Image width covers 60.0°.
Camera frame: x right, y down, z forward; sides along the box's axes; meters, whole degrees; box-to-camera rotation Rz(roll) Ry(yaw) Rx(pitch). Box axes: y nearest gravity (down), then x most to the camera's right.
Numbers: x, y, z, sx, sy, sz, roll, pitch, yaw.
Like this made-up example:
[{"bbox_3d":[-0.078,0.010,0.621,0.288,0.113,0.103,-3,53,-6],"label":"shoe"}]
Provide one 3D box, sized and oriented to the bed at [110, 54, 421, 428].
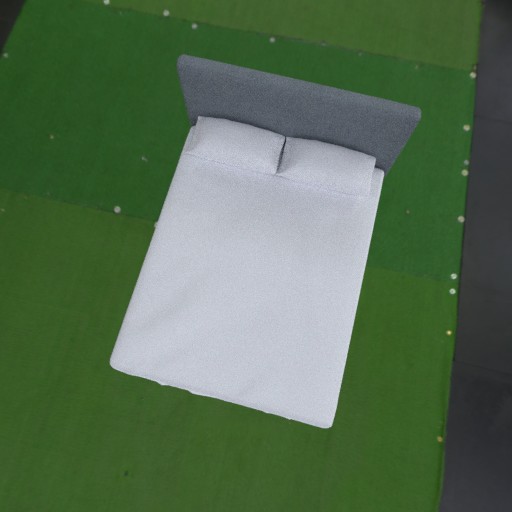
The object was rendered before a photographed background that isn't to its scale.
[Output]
[{"bbox_3d":[0.000,0.000,3.245,1.713,1.330,2.142,14,75,4],"label":"bed"}]
